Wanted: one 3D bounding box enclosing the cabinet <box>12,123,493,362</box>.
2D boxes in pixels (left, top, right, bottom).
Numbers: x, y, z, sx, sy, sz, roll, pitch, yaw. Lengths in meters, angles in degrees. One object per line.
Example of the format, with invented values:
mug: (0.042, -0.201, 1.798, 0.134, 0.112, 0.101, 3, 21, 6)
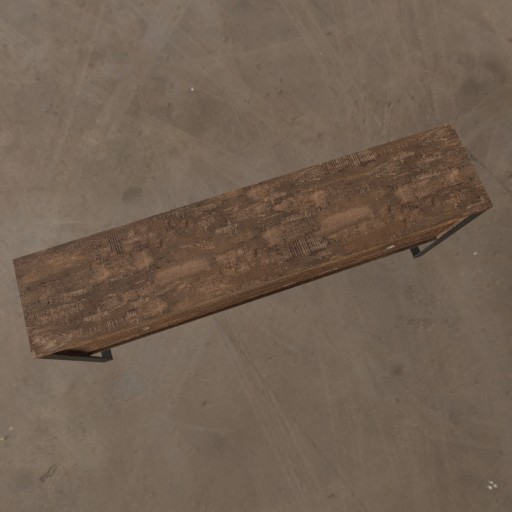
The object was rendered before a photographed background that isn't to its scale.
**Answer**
cabinet: (0.000, 0.000, 2.053, 1.800, 0.762, 0.395, -18, 76, -5)
